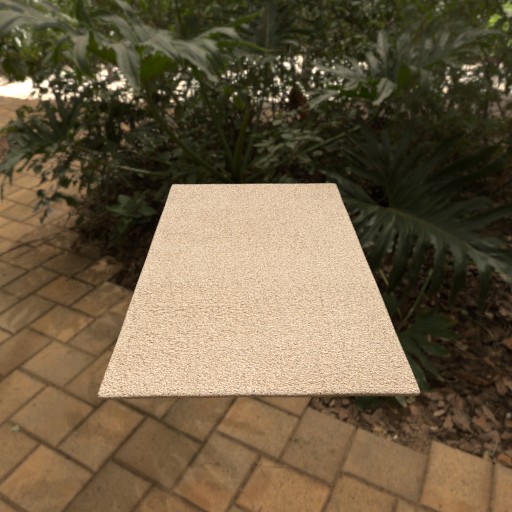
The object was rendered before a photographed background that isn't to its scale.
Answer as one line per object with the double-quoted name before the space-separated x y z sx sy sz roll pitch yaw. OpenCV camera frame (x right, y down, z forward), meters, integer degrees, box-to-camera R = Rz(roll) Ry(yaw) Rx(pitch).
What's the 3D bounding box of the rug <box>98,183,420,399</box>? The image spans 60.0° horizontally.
"rug" 0.000 0.000 3.105 1.524 0.030 2.438 0 33 -1
